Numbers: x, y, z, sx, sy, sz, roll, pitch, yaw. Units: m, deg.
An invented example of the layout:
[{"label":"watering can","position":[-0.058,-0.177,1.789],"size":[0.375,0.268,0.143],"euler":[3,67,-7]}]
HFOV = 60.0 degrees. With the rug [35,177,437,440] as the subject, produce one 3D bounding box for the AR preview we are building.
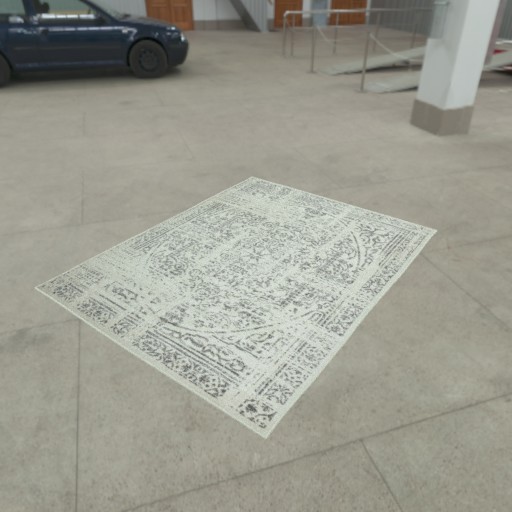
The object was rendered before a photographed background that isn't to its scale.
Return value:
[{"label":"rug","position":[0.000,0.000,3.970],"size":[2.311,0.032,2.921],"euler":[22,38,30]}]
